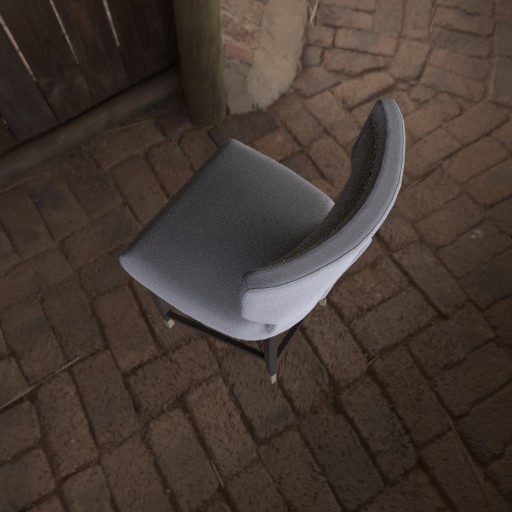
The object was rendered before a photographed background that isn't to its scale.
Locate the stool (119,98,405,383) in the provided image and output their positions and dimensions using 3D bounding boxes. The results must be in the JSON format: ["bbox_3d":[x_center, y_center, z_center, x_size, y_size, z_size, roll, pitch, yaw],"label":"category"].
[{"bbox_3d":[0.000,0.000,1.292,0.563,0.982,0.527,32,68,15],"label":"stool"}]
